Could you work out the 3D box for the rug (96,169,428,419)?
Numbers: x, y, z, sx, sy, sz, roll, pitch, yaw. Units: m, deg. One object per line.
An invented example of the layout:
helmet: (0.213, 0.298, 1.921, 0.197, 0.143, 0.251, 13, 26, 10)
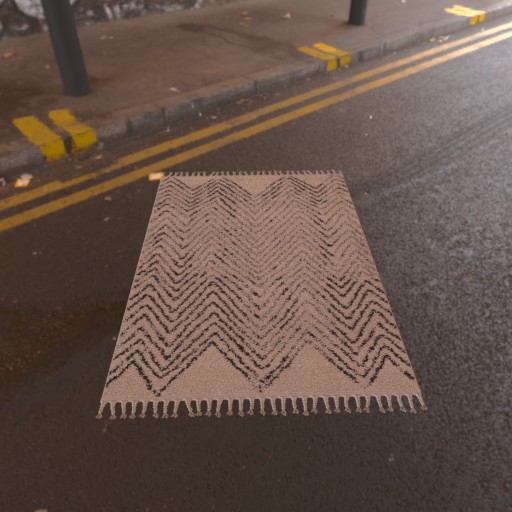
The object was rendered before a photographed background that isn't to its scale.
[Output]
rug: (0.000, 0.000, 2.331, 1.230, 0.014, 1.847, -1, 40, -1)
